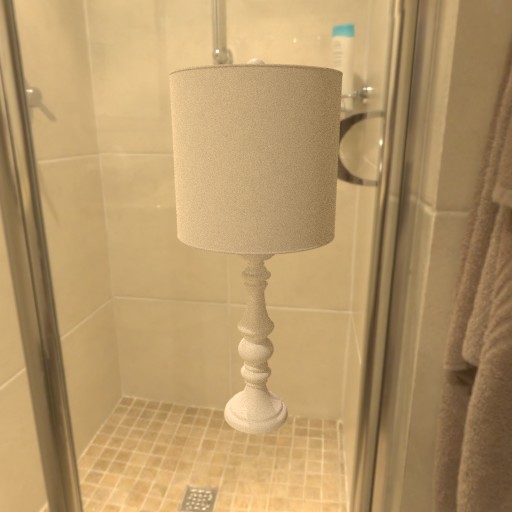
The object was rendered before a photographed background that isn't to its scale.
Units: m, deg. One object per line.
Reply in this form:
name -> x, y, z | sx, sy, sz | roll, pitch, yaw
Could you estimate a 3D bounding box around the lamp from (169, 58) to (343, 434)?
lamp -> 0.000, 0.000, 0.727 | 0.250, 0.597, 0.250 | -9, 18, -27
